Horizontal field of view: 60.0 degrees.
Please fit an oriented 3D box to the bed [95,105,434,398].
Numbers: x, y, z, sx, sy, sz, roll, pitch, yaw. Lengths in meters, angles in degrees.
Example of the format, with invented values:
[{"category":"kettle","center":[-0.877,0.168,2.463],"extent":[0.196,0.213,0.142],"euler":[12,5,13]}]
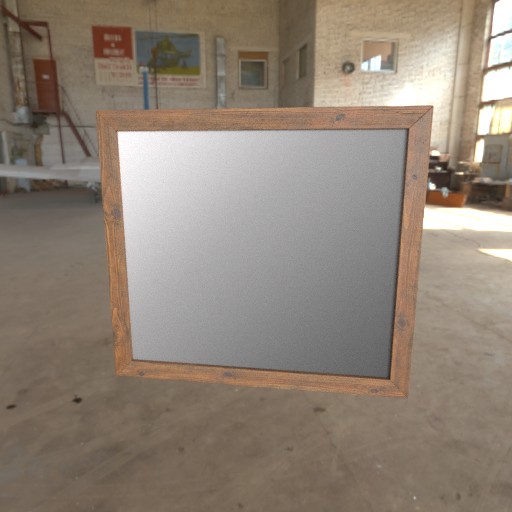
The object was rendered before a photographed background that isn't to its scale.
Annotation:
[{"category":"bed","center":[0.000,0.000,1.487],"extent":[1.046,0.942,0.046],"euler":[2,13,8]}]
